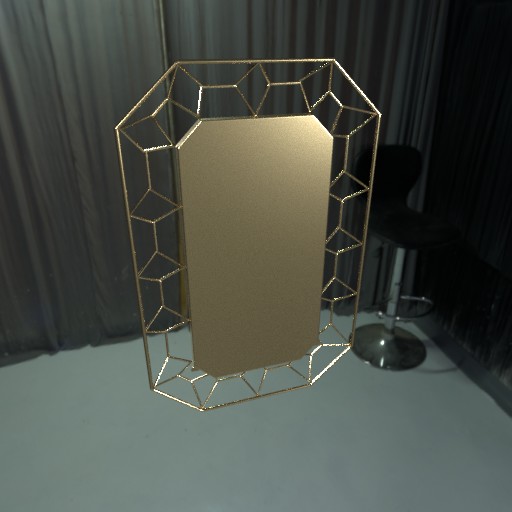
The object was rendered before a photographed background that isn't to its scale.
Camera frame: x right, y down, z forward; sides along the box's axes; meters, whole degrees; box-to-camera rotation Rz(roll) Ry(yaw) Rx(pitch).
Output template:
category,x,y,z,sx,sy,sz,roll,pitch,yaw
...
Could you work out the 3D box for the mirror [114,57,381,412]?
category,x,y,z,sx,sy,sz,roll,pitch,yaw
mirror,0.000,0.000,1.066,0.572,0.870,0.051,-8,28,-16
